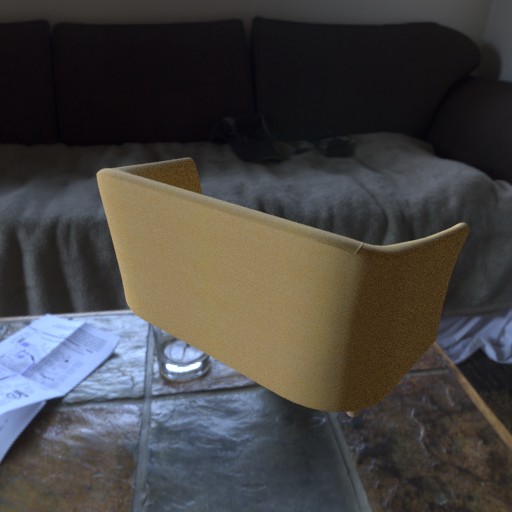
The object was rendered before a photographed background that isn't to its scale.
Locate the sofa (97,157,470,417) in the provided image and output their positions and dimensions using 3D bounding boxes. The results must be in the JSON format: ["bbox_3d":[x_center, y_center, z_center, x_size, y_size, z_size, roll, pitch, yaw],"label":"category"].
[{"bbox_3d":[0.000,0.000,1.868,1.452,0.721,0.705,20,34,32],"label":"sofa"}]
